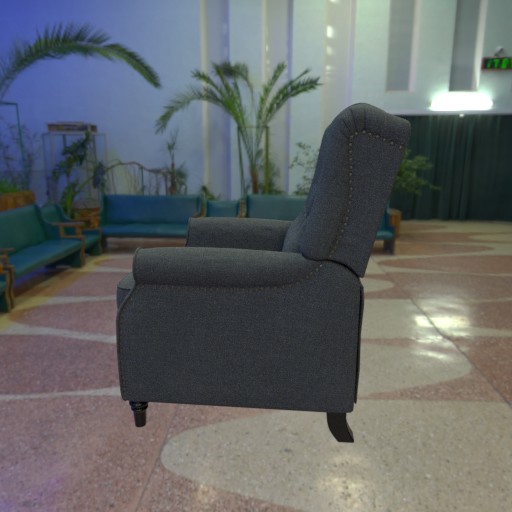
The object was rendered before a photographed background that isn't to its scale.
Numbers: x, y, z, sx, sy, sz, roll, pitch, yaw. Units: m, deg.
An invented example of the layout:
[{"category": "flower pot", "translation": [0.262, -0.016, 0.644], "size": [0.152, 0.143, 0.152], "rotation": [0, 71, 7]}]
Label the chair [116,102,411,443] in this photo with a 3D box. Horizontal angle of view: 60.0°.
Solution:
[{"category": "chair", "translation": [0.000, 0.000, 1.616], "size": [0.898, 1.035, 0.742], "rotation": [1, 13, 6]}]
